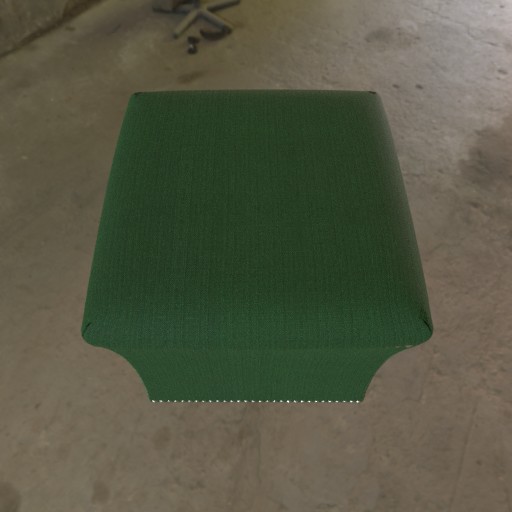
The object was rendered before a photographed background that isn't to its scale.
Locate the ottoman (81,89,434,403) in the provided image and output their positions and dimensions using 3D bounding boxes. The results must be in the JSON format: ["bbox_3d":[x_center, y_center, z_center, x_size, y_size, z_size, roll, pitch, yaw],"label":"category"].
[{"bbox_3d":[0.000,0.000,0.885,0.497,0.475,0.507,0,59,0],"label":"ottoman"}]
